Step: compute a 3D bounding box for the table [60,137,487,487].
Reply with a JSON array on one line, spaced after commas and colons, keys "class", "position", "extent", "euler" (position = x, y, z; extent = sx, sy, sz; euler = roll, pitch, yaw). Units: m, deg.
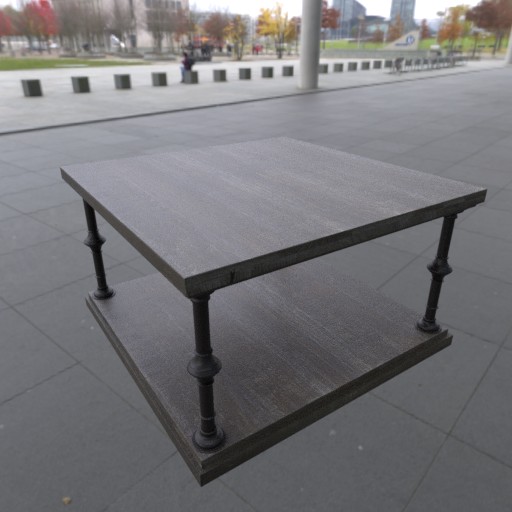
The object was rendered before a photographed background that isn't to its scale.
[{"class": "table", "position": [0.000, 0.000, 1.095], "extent": [0.696, 0.400, 0.696], "euler": [-16, 30, -30]}]
